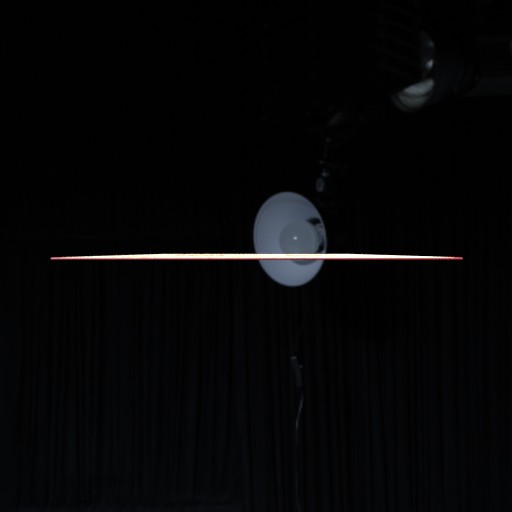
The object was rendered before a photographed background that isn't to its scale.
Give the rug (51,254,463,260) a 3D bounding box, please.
[{"bbox_3d":[0.000,0.000,4.089,2.387,0.013,3.053,0,1,0],"label":"rug"}]
